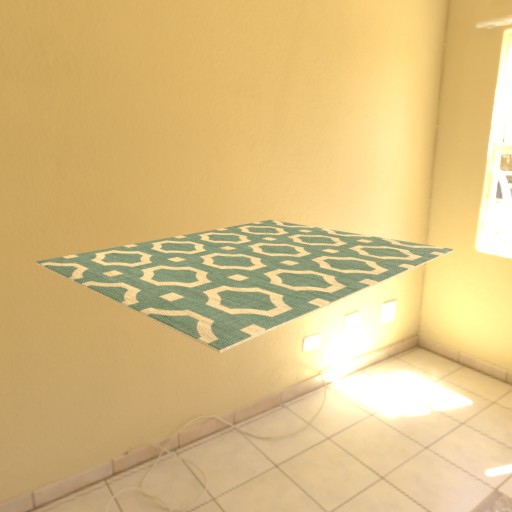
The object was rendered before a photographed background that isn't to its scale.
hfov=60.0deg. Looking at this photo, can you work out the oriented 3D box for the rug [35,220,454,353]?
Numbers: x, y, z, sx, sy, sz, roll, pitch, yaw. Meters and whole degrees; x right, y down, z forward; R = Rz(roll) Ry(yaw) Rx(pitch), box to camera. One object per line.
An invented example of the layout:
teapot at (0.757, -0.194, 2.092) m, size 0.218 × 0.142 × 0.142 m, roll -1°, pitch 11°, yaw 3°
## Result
rug at (0.000, 0.000, 4.121) m, size 2.466 × 0.021 × 3.049 m, roll 14°, pitch 20°, yaw 43°
